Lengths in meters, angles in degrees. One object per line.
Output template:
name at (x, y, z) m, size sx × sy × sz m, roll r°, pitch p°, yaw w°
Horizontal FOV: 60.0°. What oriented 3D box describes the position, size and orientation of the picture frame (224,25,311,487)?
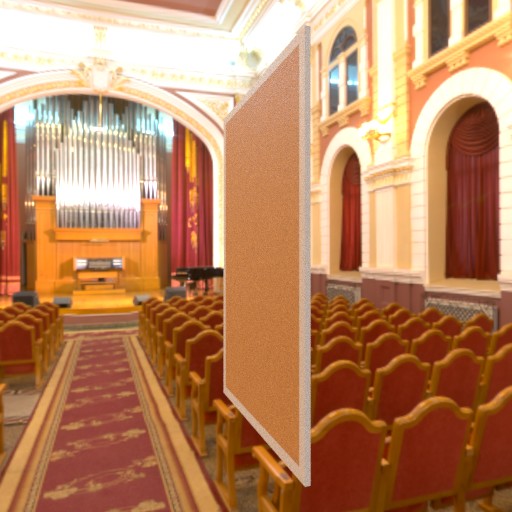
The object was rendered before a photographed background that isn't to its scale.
picture frame at (0.000, 0.000, 1.216) m, size 0.013 × 0.940 × 0.659 m, roll 0°, pitch 0°, yaw -19°
